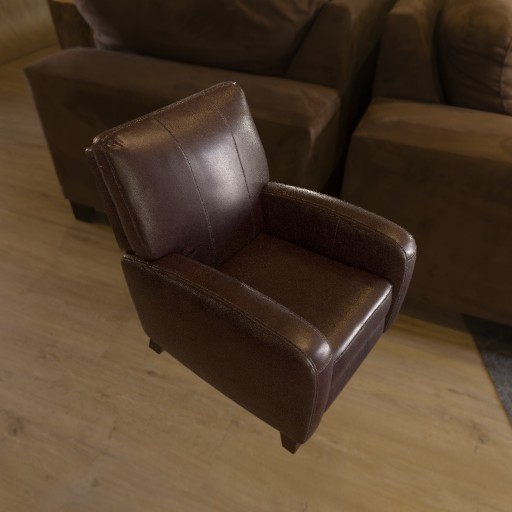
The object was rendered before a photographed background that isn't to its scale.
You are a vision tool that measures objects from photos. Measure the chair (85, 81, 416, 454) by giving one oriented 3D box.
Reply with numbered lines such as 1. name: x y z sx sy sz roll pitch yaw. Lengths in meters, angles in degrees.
1. chair: 0.000 0.000 1.668 0.990 0.990 0.762 27 48 28
